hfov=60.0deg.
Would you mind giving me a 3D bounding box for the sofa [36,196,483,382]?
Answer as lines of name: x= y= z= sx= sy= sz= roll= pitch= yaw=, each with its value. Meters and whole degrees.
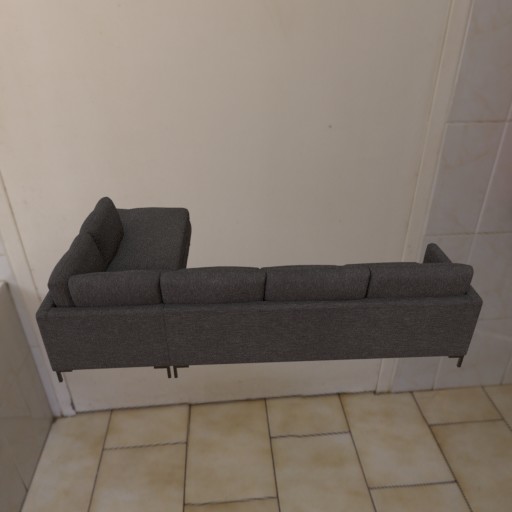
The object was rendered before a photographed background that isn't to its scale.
sofa: x=0.000 y=0.000 z=3.794 sx=2.949 sy=0.815 sz=2.007 roll=-1 pitch=31 yaw=-2
